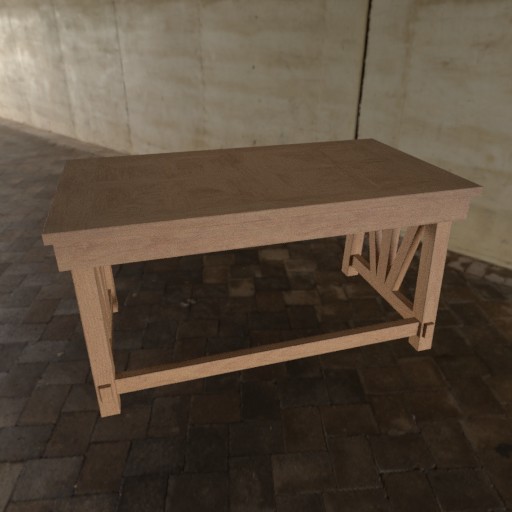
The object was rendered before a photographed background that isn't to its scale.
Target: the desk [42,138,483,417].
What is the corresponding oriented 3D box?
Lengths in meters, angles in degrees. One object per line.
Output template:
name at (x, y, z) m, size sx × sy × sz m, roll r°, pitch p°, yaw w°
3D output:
desk at (0.000, 0.000, 1.960) m, size 1.499 × 0.762 × 0.813 m, roll -8°, pitch 28°, yaw -14°
